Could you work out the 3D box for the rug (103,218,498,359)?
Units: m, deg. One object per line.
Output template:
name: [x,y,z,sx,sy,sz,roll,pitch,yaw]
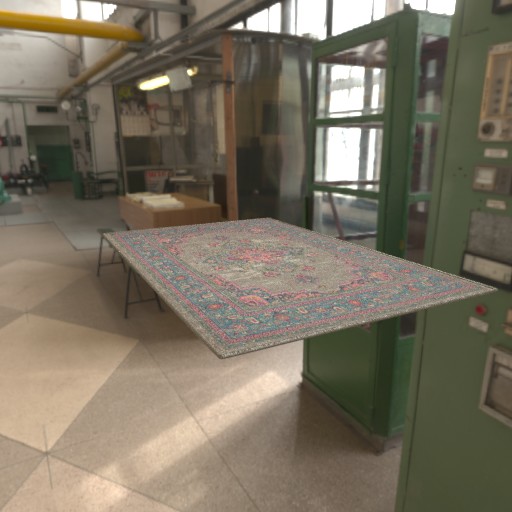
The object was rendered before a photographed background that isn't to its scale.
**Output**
rug: [0.000,0.000,2.151,1.144,0.014,1.748,-8,17,-27]
